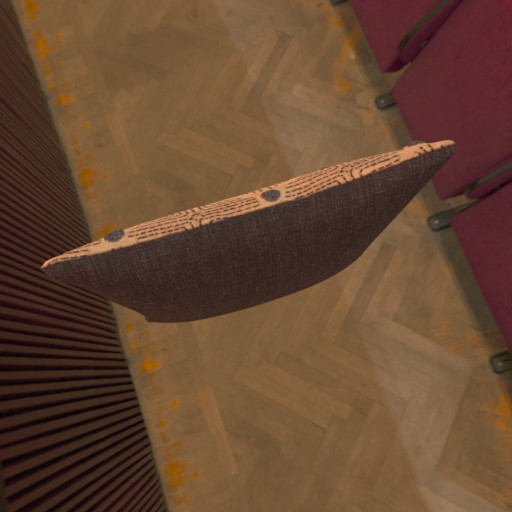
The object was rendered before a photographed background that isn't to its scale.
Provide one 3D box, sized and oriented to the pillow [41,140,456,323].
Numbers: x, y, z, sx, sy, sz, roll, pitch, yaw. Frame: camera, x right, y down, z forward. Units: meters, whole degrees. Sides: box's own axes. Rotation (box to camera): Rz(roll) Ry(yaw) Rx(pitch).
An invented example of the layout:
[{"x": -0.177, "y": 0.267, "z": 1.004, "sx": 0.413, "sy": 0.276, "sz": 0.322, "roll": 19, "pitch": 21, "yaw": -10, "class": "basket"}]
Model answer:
[{"x": 0.000, "y": 0.000, "z": 0.757, "sx": 0.510, "sy": 0.510, "sz": 0.145, "roll": -17, "pitch": 76, "yaw": -4, "class": "pillow"}]
